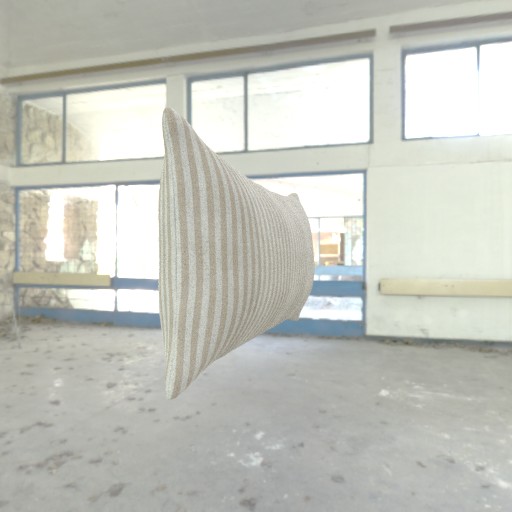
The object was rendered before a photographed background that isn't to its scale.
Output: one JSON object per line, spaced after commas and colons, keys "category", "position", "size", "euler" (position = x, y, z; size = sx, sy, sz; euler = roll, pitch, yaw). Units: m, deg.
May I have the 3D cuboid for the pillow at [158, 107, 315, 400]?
{"category": "pillow", "position": [0.000, 0.000, 0.734], "size": [0.151, 0.295, 0.617], "euler": [0, 0, 17]}
